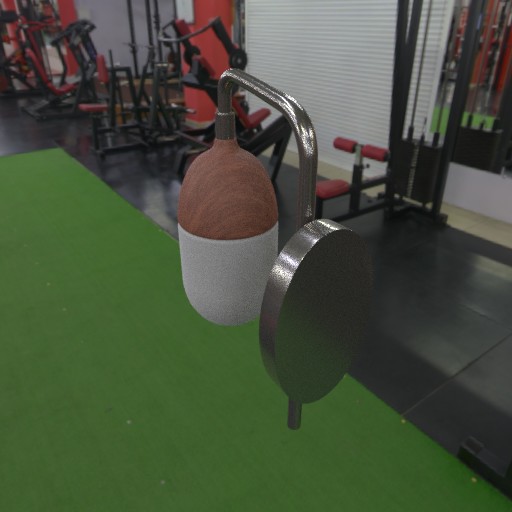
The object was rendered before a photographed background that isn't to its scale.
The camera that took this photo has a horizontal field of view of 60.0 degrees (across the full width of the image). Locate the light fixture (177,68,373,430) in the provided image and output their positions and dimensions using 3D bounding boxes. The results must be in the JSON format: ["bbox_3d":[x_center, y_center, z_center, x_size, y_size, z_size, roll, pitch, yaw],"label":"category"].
[{"bbox_3d":[0.000,0.000,0.445,0.108,0.343,0.216,-17,33,-29],"label":"light fixture"}]
